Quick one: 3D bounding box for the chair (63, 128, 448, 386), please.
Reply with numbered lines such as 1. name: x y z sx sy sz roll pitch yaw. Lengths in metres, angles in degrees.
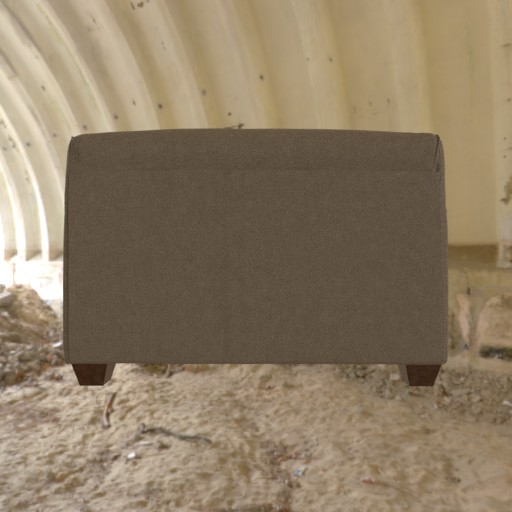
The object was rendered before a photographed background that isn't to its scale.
1. chair: 0.000 0.000 2.048 1.395 0.953 0.992 0 -1 0
